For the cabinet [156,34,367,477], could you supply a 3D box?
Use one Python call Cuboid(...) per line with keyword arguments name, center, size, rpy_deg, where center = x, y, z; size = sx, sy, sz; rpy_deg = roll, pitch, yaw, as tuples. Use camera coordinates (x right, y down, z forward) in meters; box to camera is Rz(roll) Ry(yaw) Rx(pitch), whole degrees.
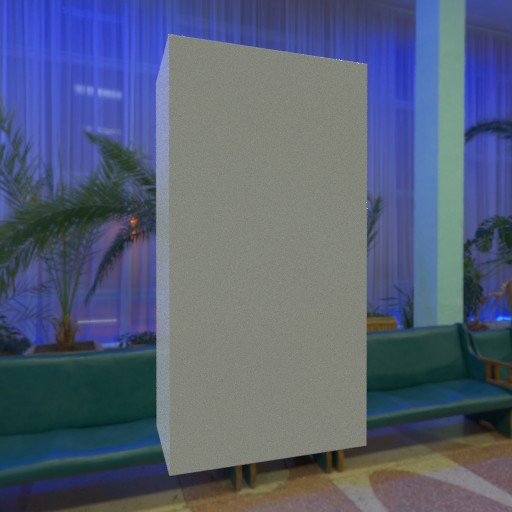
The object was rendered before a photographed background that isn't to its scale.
Cuboid(name="cabinet", center=(0.000, 0.000, 2.346), size=(0.980, 1.920, 0.580), rpy_deg=(0, 1, -18))
